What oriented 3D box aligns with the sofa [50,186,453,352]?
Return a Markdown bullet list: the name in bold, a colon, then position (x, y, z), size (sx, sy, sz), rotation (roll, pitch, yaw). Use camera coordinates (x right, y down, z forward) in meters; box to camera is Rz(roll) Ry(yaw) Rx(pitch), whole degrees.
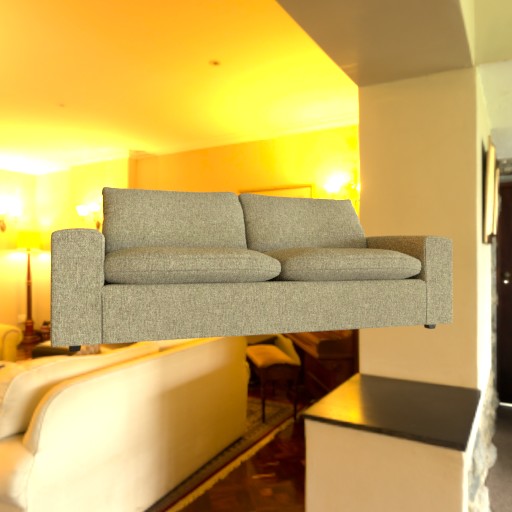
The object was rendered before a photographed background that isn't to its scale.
- **sofa**: position (0.000, 0.000, 2.821), size (2.299, 0.922, 1.040), rotation (0, 0, -19)
